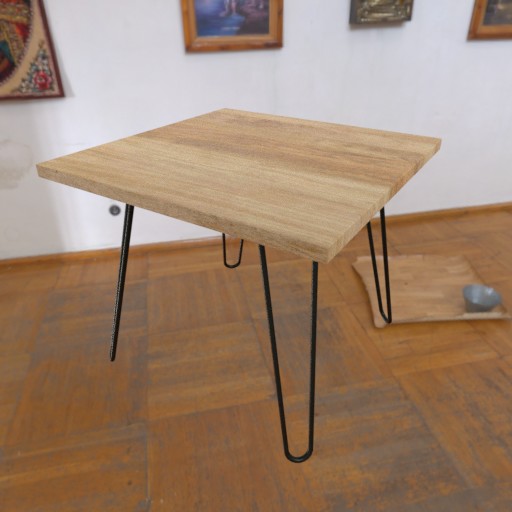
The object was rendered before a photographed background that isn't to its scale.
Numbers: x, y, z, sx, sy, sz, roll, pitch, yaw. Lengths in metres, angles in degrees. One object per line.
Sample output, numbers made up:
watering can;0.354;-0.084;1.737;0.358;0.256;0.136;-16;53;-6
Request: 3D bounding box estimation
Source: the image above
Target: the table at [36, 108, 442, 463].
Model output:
table;0.000;0.000;1.031;0.599;0.500;0.599;18;34;28
